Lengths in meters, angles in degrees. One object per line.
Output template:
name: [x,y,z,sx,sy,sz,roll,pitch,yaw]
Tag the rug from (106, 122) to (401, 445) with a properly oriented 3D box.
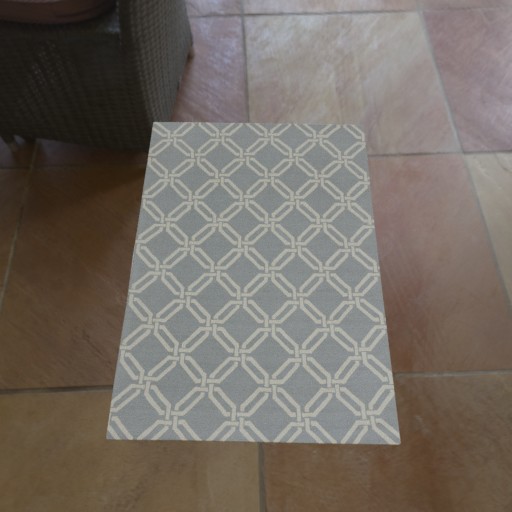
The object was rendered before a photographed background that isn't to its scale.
rug: [0.000,0.000,2.745,1.522,0.013,2.133,1,64,0]
